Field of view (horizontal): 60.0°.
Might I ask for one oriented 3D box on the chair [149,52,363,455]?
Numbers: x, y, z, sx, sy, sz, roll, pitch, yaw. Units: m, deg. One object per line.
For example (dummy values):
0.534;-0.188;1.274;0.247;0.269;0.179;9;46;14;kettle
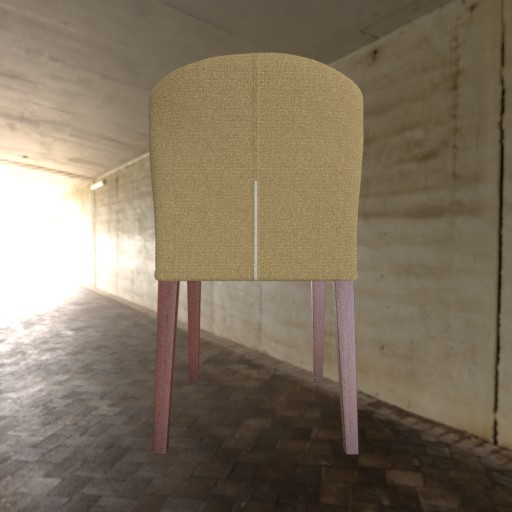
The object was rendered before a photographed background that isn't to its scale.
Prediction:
0.000;0.000;1.184;0.491;0.839;0.589;0;2;0;chair
